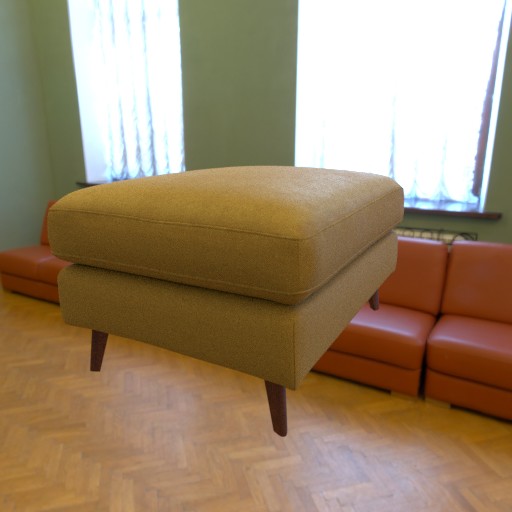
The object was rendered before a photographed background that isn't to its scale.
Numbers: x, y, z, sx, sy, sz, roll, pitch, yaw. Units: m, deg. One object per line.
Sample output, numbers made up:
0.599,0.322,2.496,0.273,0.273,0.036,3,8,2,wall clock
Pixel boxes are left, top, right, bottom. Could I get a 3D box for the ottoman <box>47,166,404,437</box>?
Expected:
0.000,0.000,1.155,0.608,0.449,0.811,8,17,27,ottoman
